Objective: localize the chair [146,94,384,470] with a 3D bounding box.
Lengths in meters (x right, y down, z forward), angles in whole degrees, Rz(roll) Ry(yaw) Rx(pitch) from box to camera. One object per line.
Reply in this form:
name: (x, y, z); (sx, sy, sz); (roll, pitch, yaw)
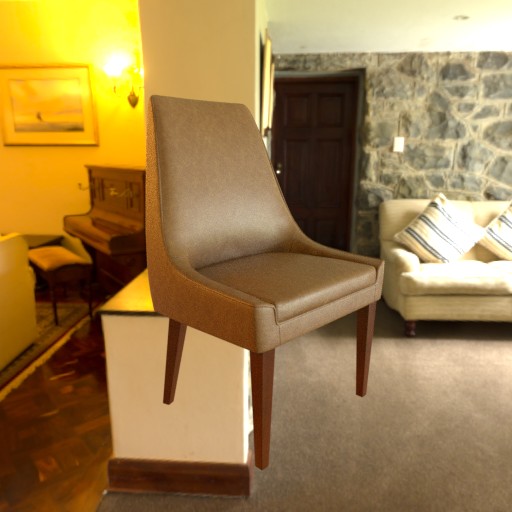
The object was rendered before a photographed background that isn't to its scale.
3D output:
chair: (0.000, 0.000, 1.234); (0.544, 0.861, 0.529); (13, 18, 43)
